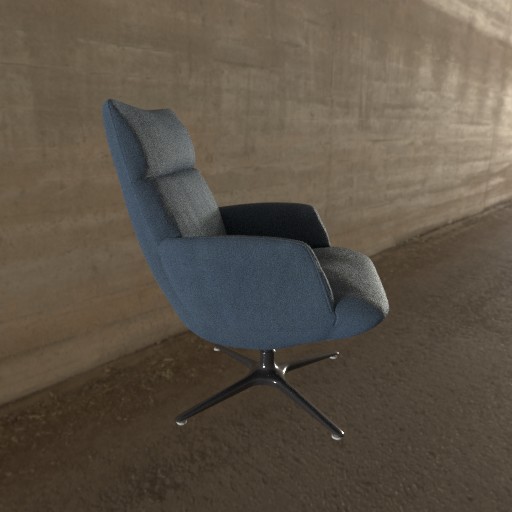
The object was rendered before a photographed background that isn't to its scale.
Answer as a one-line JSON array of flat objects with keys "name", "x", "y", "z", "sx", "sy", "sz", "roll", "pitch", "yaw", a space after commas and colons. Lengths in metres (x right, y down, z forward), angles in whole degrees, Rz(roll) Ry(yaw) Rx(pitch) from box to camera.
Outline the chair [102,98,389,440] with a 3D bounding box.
[{"name": "chair", "x": 0.000, "y": 0.000, "z": 1.555, "sx": 0.889, "sy": 1.016, "sz": 0.711, "roll": 2, "pitch": 15, "yaw": 8}]
